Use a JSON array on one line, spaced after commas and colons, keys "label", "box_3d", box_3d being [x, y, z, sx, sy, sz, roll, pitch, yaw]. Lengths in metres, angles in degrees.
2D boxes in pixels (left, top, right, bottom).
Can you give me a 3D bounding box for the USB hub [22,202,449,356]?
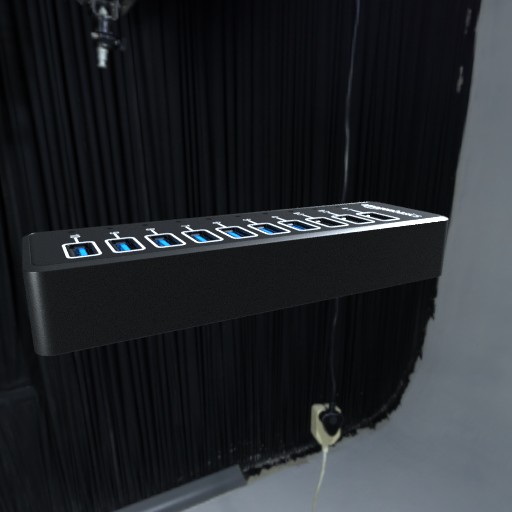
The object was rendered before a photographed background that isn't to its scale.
[{"label": "USB hub", "box_3d": [0.000, 0.000, 0.157, 0.145, 0.023, 0.044, -8, 18, -26]}]
